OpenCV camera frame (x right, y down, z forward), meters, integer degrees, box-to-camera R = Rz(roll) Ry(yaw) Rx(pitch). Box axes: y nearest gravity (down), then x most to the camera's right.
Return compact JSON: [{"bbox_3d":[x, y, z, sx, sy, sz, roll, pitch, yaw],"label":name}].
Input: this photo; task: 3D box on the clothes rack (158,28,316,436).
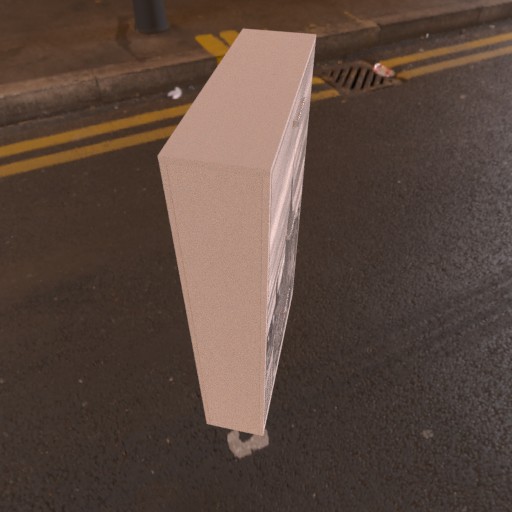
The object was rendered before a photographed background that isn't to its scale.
[{"bbox_3d":[0.000,0.000,1.602,0.250,1.280,0.750,9,46,9],"label":"clothes rack"}]
